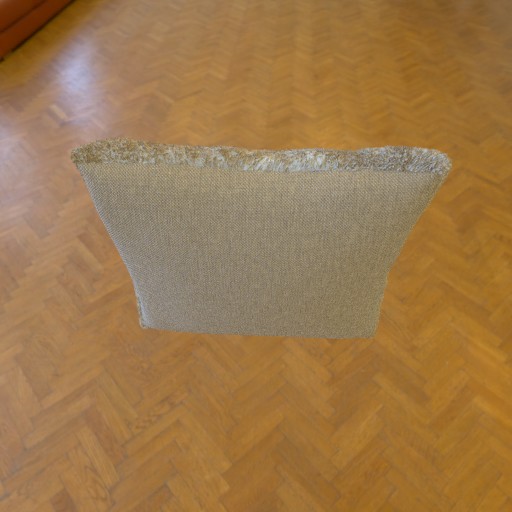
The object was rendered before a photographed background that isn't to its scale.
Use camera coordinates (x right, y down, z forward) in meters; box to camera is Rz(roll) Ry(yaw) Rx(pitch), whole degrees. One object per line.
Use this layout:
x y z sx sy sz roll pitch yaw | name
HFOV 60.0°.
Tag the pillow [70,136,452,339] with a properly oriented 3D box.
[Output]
0.000 0.000 0.808 0.529 0.515 0.218 2 45 2 | pillow
